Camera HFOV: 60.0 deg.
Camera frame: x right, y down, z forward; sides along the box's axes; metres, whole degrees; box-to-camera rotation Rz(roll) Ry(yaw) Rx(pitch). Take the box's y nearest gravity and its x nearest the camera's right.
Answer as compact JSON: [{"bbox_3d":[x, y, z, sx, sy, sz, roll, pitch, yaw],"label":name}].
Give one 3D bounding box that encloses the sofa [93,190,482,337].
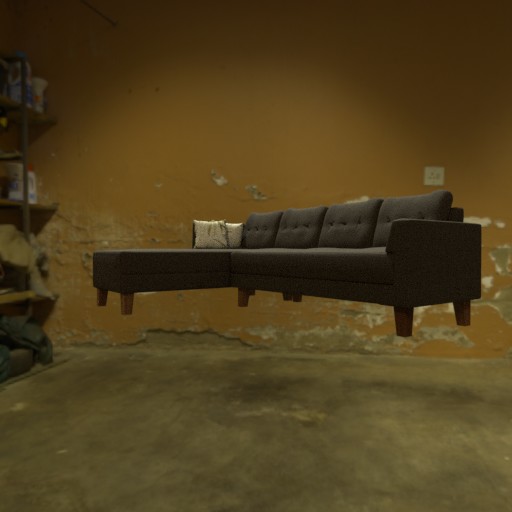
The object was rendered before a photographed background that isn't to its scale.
[{"bbox_3d":[0.000,0.000,3.533,1.829,0.932,2.679,0,1,-36],"label":"sofa"}]
